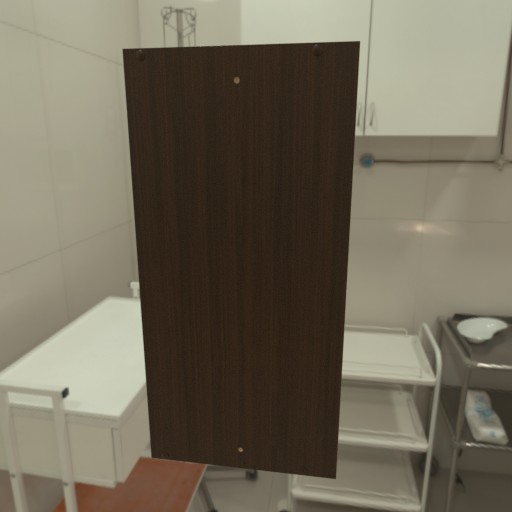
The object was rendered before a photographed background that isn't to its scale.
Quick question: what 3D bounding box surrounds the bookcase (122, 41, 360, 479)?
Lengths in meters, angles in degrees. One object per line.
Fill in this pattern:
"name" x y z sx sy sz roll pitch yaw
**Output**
"bookcase" 0.000 0.000 0.749 0.290 0.600 0.300 2 15 9
